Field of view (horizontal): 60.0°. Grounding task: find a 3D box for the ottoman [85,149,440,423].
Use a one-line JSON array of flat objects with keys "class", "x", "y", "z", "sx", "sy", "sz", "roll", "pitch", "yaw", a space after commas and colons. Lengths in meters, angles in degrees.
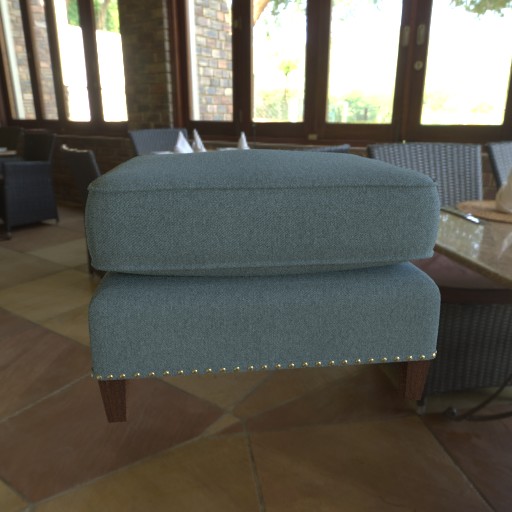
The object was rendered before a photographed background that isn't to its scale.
[{"class": "ottoman", "x": 0.000, "y": 0.000, "z": 1.149, "sx": 0.738, "sy": 0.537, "sz": 0.589, "roll": -2, "pitch": 18, "yaw": -6}]
